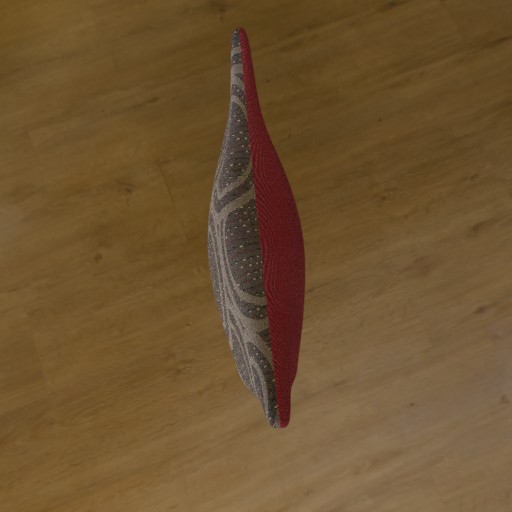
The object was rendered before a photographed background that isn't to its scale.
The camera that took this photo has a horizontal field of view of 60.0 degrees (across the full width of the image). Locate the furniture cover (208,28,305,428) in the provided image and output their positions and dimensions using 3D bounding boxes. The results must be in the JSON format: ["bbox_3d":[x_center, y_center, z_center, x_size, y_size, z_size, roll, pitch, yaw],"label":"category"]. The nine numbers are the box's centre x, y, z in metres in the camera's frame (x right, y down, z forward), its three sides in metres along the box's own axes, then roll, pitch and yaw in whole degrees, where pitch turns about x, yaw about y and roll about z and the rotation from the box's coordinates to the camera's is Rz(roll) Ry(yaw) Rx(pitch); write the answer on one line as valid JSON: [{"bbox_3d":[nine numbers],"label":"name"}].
[{"bbox_3d":[0.000,0.000,0.777,0.163,0.513,0.514,-5,75,-1],"label":"furniture cover"}]
